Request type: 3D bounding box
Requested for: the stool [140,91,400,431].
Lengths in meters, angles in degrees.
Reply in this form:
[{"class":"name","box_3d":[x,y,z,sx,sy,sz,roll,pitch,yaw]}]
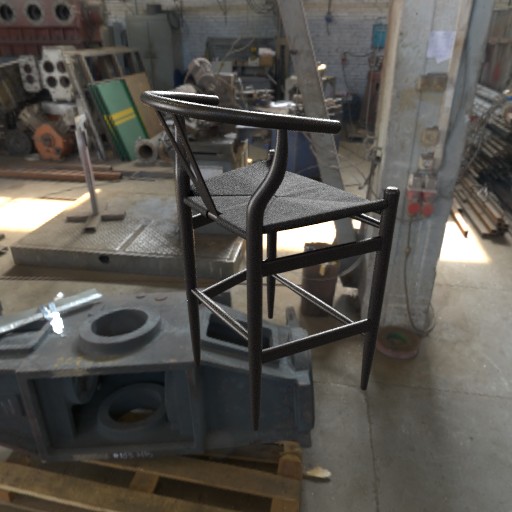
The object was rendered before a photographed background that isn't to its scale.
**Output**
[{"class":"stool","box_3d":[0.000,0.000,1.361,0.579,0.970,0.569,-18,32,-32]}]
